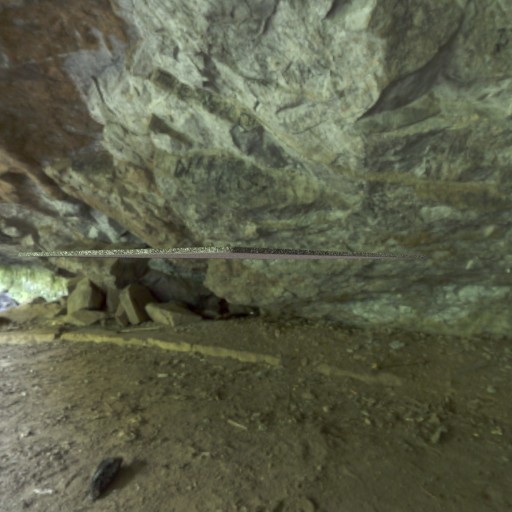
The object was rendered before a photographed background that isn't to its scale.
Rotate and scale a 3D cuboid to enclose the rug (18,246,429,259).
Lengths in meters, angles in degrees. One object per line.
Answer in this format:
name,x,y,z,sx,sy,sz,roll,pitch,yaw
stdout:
rug,0.000,0.000,3.377,1.802,0.026,2.699,-1,-1,37
